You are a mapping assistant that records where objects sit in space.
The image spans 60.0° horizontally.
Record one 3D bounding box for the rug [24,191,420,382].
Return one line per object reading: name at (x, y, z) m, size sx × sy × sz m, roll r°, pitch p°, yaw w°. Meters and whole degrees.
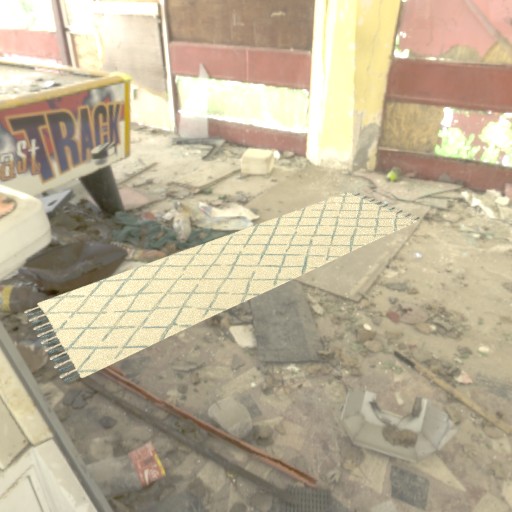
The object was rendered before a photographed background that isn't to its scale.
rug at (0.000, 0.000, 2.552) m, size 2.372 × 0.008 × 0.620 m, roll -22°, pitch 37°, yaw -32°
